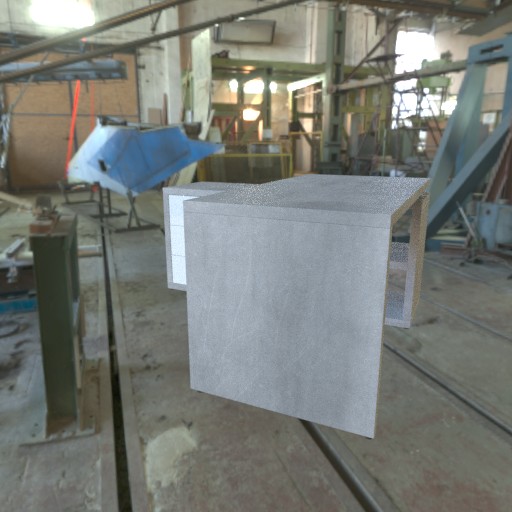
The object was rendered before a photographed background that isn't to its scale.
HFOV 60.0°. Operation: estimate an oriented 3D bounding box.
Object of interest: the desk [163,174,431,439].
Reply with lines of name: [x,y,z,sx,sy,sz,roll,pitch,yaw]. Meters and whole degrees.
desk: [0.000,0.000,2.258,1.500,0.740,1.400,7,16,24]
